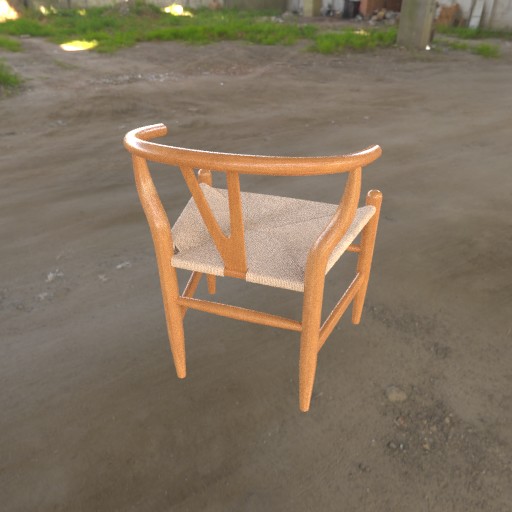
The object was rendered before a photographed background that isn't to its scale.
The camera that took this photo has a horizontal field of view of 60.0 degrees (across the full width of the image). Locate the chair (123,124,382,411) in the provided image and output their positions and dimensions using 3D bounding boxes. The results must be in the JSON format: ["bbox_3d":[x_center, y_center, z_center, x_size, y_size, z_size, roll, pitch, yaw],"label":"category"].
[{"bbox_3d":[0.000,0.000,1.159,0.569,0.730,0.579,10,33,16],"label":"chair"}]
